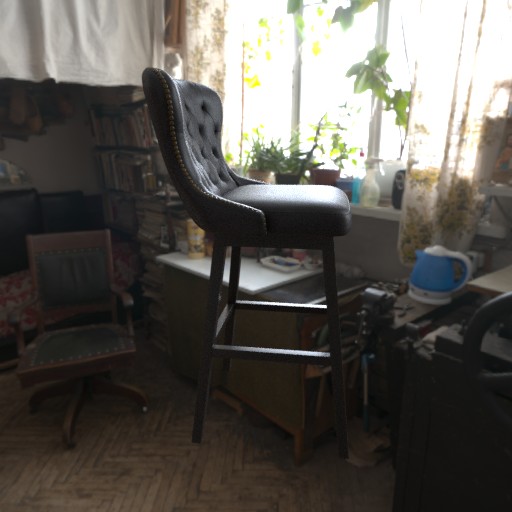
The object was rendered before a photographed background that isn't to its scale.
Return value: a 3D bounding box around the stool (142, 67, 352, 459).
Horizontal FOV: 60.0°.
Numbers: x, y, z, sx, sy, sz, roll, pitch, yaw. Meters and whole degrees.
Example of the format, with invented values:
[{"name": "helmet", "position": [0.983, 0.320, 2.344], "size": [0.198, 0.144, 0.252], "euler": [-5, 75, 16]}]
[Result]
[{"name": "stool", "position": [0.000, 0.000, 1.366], "size": [0.601, 1.050, 0.528], "euler": [2, 16, 8]}]
